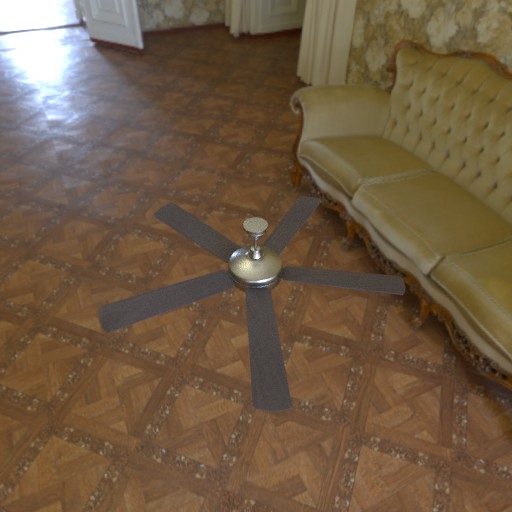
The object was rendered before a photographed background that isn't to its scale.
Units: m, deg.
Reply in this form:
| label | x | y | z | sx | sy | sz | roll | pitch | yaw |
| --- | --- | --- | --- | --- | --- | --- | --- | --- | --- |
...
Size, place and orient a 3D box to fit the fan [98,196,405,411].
| label | x | y | z | sx | sy | sz | roll | pitch | yaw |
| --- | --- | --- | --- | --- | --- | --- | --- | --- | --- |
| fan | 0.000 | 0.000 | 1.986 | 1.321 | 0.356 | 1.321 | 13 | 43 | 14 |
